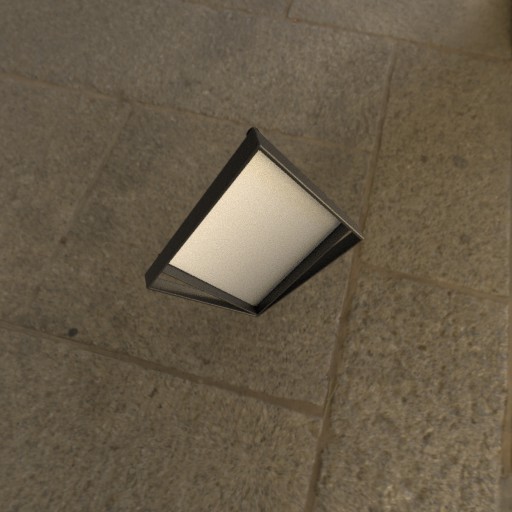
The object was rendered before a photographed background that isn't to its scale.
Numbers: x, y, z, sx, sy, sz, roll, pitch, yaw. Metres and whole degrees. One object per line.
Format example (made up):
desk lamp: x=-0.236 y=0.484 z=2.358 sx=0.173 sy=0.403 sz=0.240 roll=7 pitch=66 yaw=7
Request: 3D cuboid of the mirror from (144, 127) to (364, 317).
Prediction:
mirror: x=0.000 y=0.000 z=0.835 sx=0.419 sy=0.679 sz=0.032 roll=-13 pitch=66 yaw=-6
